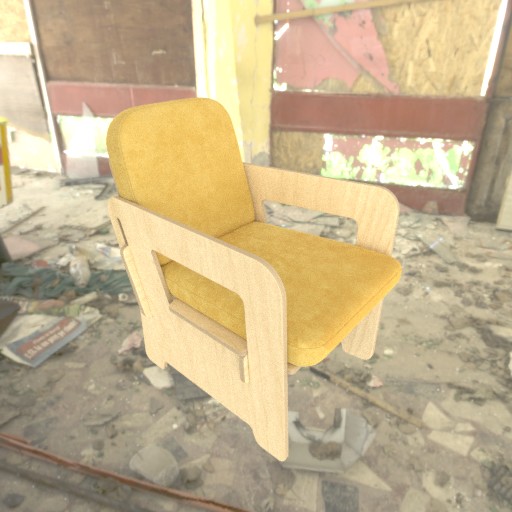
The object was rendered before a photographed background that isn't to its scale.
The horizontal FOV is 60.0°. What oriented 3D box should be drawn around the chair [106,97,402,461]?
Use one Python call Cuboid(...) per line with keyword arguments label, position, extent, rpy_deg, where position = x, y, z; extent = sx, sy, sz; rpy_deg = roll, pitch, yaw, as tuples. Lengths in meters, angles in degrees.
Cuboid(label="chair", position=(0.000, 0.000, 1.280), extent=(0.710, 0.800, 0.590), rpy_deg=(20, 33, 33))
